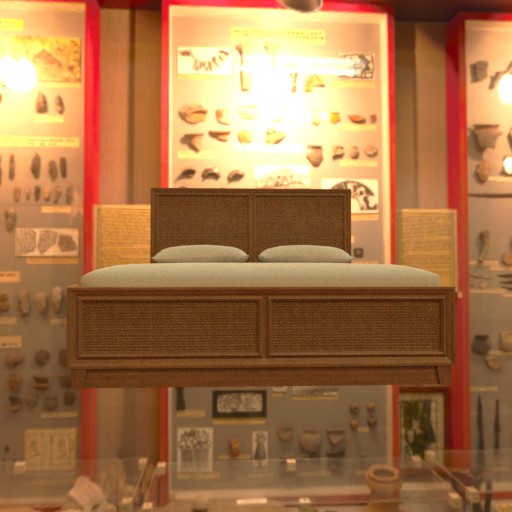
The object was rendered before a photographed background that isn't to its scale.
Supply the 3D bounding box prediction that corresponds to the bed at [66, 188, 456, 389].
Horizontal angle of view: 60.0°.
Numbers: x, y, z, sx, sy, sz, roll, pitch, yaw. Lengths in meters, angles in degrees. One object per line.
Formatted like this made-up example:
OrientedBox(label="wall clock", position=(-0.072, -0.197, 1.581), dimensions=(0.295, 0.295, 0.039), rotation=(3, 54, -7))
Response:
OrientedBox(label="bed", position=(0.000, 0.000, 3.376), dimensions=(2.003, 1.387, 2.184), rotation=(0, -1, -2))
